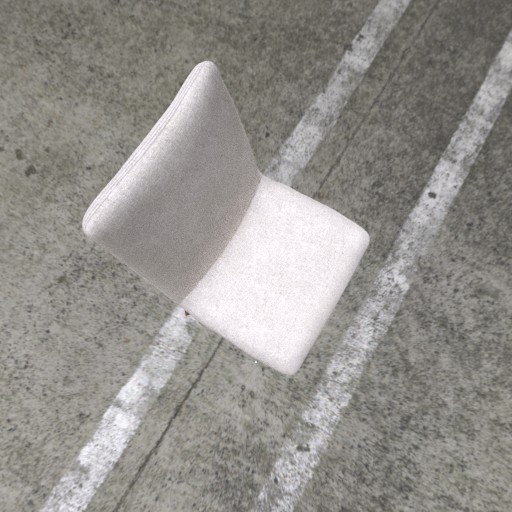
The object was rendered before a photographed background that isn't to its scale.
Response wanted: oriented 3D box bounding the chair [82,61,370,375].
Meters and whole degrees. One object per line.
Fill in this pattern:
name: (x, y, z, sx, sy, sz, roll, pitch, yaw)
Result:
chair: (0.000, 0.000, 1.341, 0.563, 0.974, 0.522, 30, 78, 7)
